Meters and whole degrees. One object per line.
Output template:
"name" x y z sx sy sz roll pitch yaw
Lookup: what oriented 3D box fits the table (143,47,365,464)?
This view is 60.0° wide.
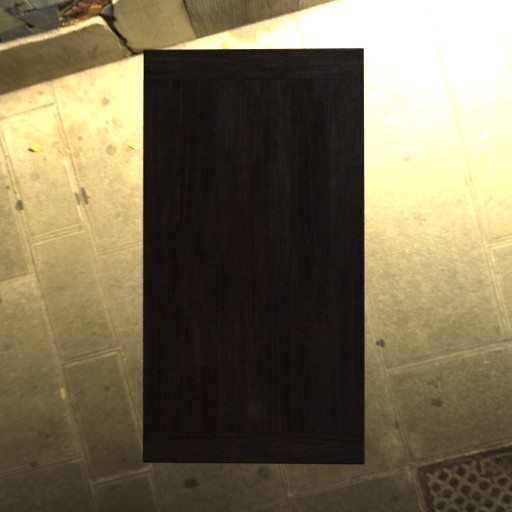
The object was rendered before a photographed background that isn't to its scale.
"table" 0.000 0.000 1.599 0.700 0.494 1.270 0 90 1
